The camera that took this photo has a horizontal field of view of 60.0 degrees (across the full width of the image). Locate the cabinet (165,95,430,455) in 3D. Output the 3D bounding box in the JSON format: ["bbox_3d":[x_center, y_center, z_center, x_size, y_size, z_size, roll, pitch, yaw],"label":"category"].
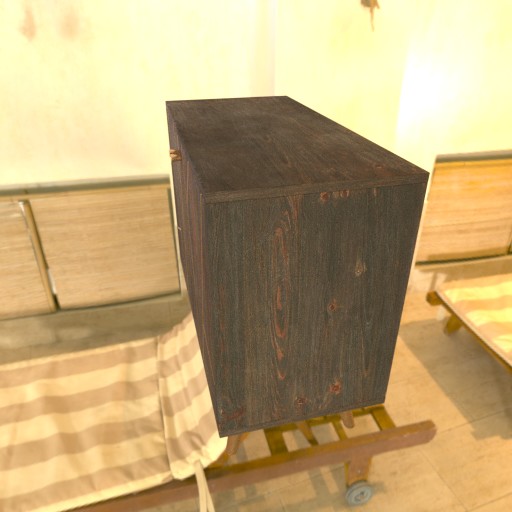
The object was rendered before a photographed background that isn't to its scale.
[{"bbox_3d":[0.000,0.000,1.563,0.529,0.897,1.023,-7,30,-13],"label":"cabinet"}]
